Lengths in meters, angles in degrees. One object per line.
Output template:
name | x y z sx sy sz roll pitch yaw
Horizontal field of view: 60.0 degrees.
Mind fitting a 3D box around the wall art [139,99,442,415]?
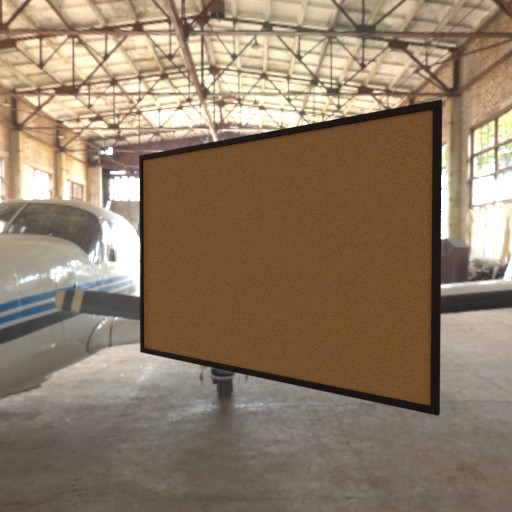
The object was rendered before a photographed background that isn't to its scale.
wall art | 0.000 0.000 1.219 0.963 0.665 0.013 1 1 36
